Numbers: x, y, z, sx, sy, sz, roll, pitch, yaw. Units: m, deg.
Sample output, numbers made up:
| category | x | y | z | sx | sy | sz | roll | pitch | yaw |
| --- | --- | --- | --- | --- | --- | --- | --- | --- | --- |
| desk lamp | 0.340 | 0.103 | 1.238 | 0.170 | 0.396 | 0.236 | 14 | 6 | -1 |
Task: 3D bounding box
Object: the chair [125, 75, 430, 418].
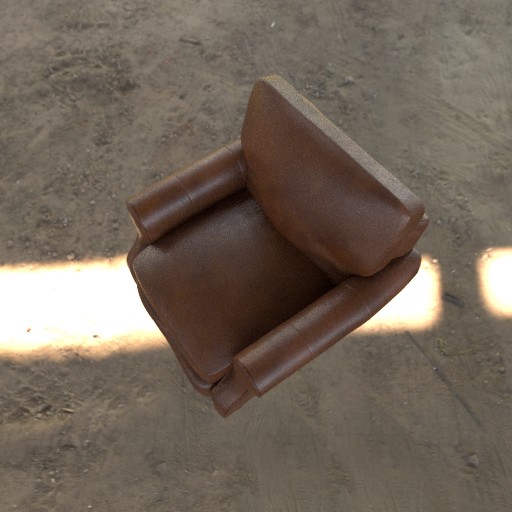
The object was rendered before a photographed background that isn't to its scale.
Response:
| category | x | y | z | sx | sy | sz | roll | pitch | yaw |
| --- | --- | --- | --- | --- | --- | --- | --- | --- | --- |
| chair | 0.000 | 0.000 | 1.853 | 0.992 | 0.972 | 0.989 | -32 | 67 | -16 |
